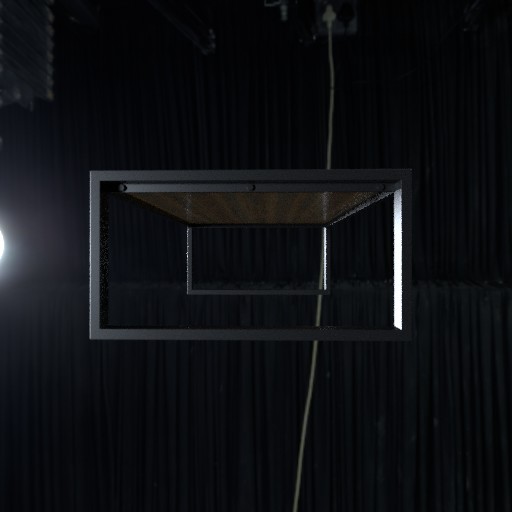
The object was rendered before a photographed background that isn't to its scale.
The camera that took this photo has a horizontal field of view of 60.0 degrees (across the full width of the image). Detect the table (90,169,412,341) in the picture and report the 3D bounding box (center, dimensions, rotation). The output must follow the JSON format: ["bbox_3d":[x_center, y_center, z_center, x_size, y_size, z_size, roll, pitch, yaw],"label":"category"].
[{"bbox_3d":[0.000,0.000,1.707,0.750,0.400,1.350,0,0,1],"label":"table"}]
